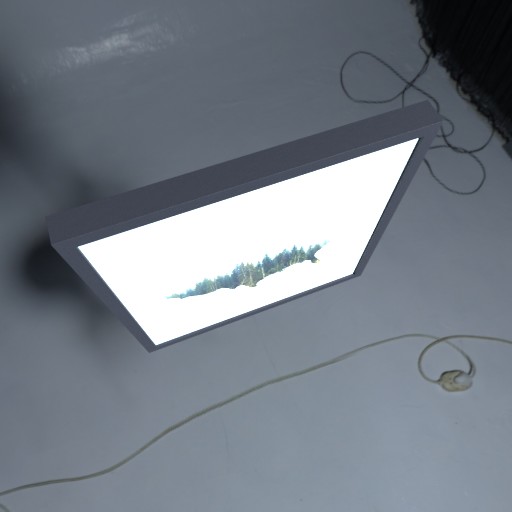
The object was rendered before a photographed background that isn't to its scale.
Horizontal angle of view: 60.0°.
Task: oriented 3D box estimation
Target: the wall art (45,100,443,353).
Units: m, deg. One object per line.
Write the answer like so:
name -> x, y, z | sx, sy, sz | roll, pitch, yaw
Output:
wall art -> 0.000, 0.000, 0.775 | 0.509, 0.509, 0.040 | -19, 66, -9
